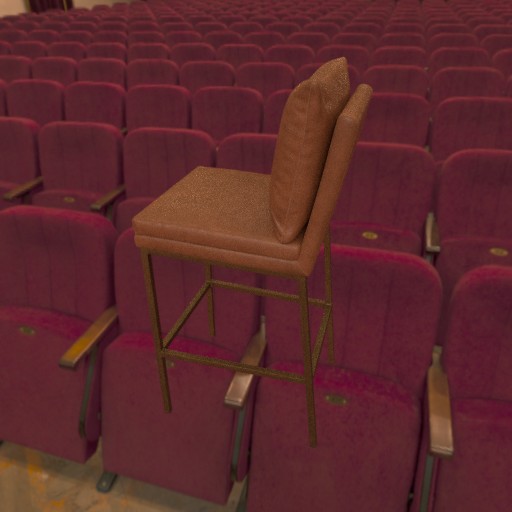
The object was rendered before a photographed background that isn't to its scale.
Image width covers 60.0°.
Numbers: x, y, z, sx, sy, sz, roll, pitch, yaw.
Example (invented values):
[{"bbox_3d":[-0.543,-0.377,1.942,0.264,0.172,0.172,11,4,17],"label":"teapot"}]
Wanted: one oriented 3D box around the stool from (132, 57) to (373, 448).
[{"bbox_3d":[0.000,0.000,1.400,0.571,1.124,0.463,9,31,14],"label":"stool"}]
